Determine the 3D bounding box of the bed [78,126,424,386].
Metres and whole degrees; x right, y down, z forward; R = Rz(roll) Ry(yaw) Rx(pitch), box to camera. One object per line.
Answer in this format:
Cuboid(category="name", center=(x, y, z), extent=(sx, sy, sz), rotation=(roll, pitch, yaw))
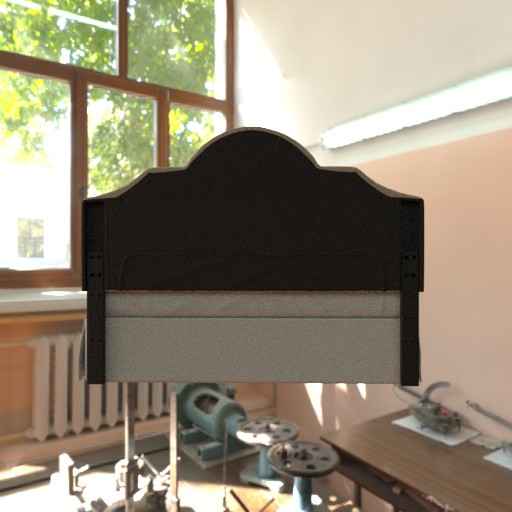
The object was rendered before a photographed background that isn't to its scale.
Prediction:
Cuboid(category="bed", center=(0.000, 0.000, 3.001), extent=(1.667, 1.194, 1.970), rotation=(0, 0, 1))
